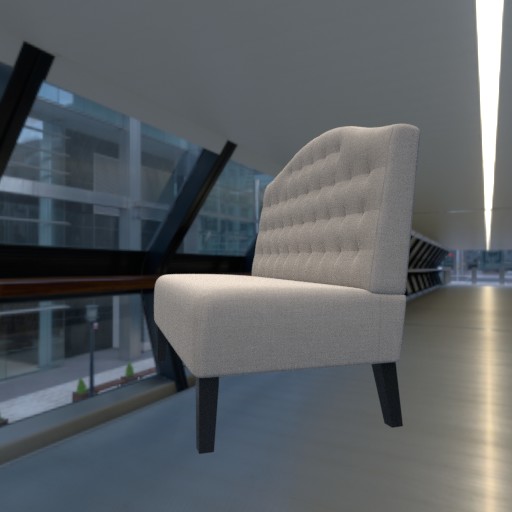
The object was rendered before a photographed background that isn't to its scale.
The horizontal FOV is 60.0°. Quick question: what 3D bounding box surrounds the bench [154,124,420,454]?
[{"bbox_3d":[0.000,0.000,2.043,0.815,1.180,1.335,0,-1,-18],"label":"bench"}]
